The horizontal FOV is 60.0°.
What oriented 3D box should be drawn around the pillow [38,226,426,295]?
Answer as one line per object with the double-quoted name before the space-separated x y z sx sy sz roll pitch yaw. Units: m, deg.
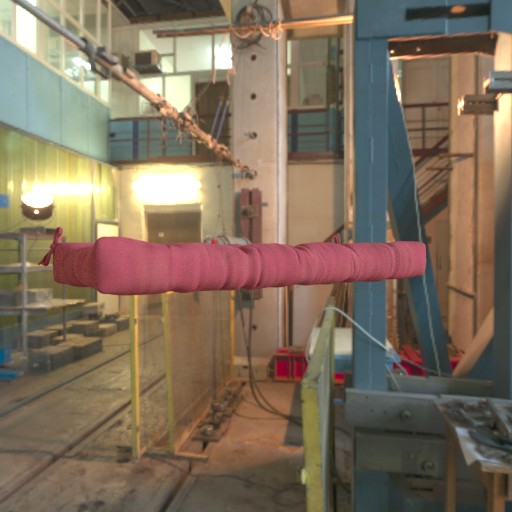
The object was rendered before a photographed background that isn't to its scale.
"pillow" 0.000 0.000 1.404 1.194 0.174 0.511 -1 1 -36
